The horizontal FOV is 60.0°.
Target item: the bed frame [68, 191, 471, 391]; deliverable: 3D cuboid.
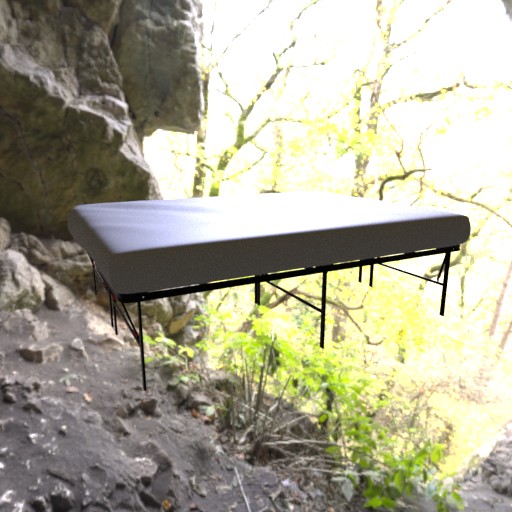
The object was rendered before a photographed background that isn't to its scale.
[{"bbox_3d":[0.000,0.000,2.904,2.151,0.667,1.584,-7,16,-27],"label":"bed frame"}]
